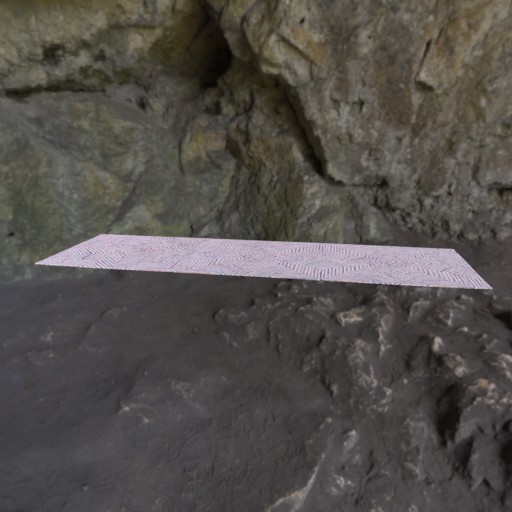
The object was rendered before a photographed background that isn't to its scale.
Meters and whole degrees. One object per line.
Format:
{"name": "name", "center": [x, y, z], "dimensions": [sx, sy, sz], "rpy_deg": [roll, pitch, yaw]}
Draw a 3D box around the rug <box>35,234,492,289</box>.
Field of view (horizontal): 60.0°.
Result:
{"name": "rug", "center": [0.000, 0.000, 2.691], "dimensions": [2.443, 0.009, 0.771], "rpy_deg": [3, 16, 10]}
